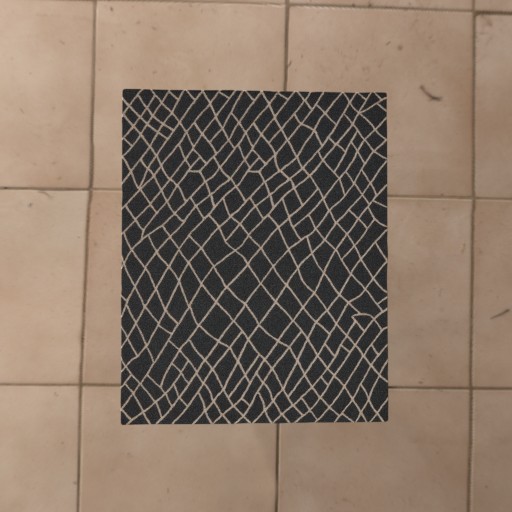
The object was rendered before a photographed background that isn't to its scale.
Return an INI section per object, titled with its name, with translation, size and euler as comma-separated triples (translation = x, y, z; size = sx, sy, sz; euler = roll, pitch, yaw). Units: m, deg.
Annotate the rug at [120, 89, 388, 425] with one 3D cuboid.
[rug]
translation = 0.000, 0.000, 4.052
size = 2.439, 0.022, 3.047
euler = 0, 89, -2
